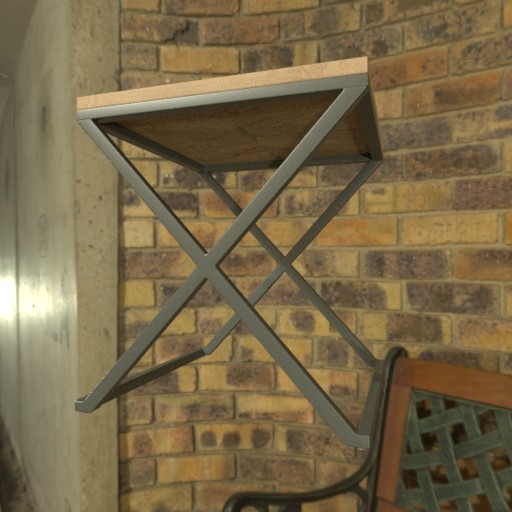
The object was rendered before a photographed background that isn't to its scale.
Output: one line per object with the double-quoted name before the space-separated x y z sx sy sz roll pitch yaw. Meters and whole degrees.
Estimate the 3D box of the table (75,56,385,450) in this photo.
"table" 0.000 0.000 0.926 0.498 0.550 0.499 0 -1 18
